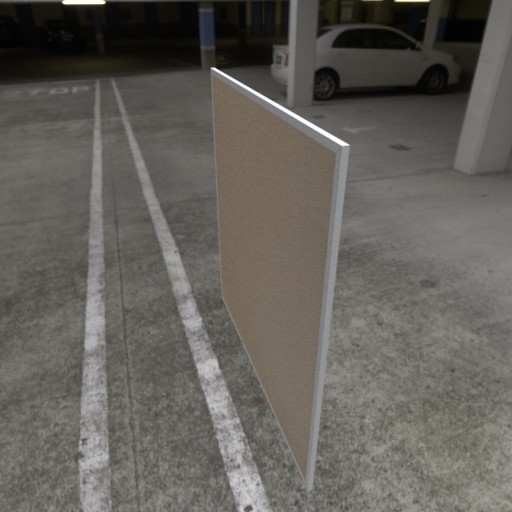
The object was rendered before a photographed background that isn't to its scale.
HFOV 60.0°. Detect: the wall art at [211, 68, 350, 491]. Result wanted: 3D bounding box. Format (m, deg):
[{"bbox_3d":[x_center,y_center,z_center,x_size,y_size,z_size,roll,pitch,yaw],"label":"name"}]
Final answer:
[{"bbox_3d":[0.000,0.000,0.651,0.007,0.456,0.456,-9,32,-16],"label":"wall art"}]
